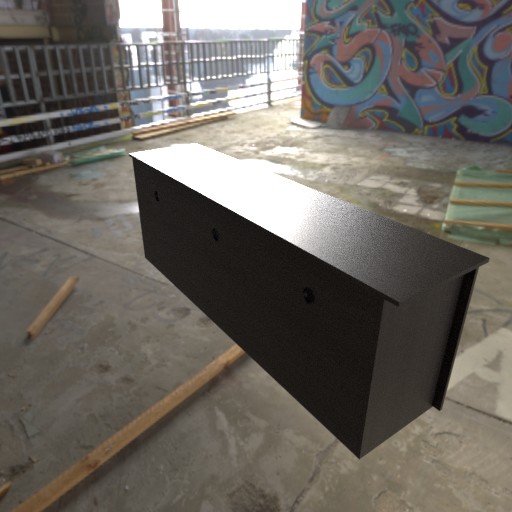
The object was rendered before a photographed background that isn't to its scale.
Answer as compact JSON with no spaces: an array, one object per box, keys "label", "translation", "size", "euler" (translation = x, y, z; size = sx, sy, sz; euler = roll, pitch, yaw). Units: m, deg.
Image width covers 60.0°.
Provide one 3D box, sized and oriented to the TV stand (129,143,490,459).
[{"label":"TV stand","translation":[0.000,0.000,1.969],"size":[0.406,0.610,1.778],"euler":[-18,32,-31]}]
